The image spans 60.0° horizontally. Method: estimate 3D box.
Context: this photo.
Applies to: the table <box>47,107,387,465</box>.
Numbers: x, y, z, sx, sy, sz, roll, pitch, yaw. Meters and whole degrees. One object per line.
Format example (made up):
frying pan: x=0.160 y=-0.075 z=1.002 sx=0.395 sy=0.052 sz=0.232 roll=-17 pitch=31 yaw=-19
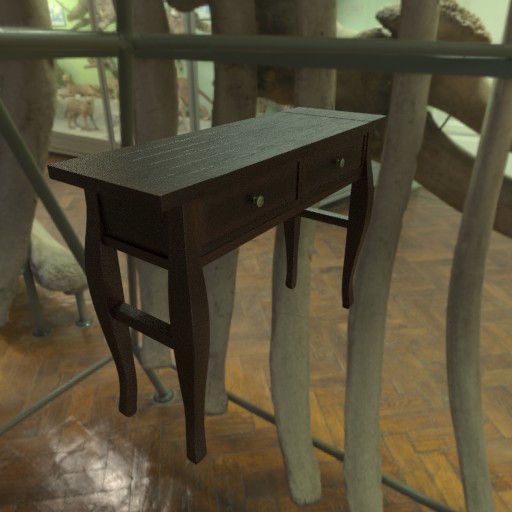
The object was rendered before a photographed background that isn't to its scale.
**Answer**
table: x=0.000 y=0.000 z=1.426 sx=0.373 sy=0.768 sz=1.062 roll=18 pitch=32 yaw=32
